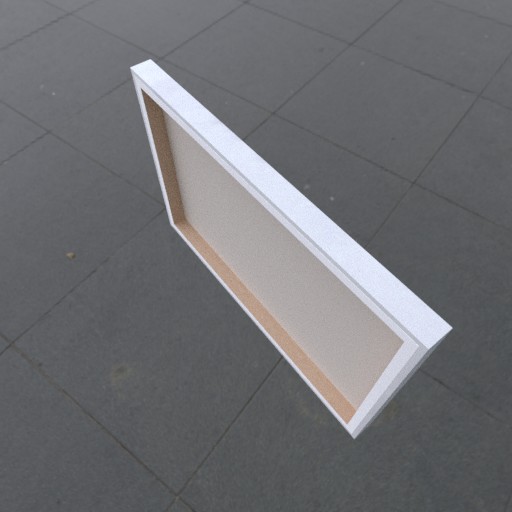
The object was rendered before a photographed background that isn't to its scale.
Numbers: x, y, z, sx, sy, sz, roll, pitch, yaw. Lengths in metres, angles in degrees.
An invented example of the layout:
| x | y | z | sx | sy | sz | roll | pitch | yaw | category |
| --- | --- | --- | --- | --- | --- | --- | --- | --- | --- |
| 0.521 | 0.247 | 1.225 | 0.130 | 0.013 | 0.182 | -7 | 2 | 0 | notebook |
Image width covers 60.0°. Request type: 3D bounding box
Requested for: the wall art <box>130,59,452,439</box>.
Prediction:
| x | y | z | sx | sy | sz | roll | pitch | yaw | category |
| --- | --- | --- | --- | --- | --- | --- | --- | --- | --- |
| 0.000 | 0.000 | 0.753 | 0.038 | 0.407 | 0.609 | -33 | 62 | -20 | wall art |
